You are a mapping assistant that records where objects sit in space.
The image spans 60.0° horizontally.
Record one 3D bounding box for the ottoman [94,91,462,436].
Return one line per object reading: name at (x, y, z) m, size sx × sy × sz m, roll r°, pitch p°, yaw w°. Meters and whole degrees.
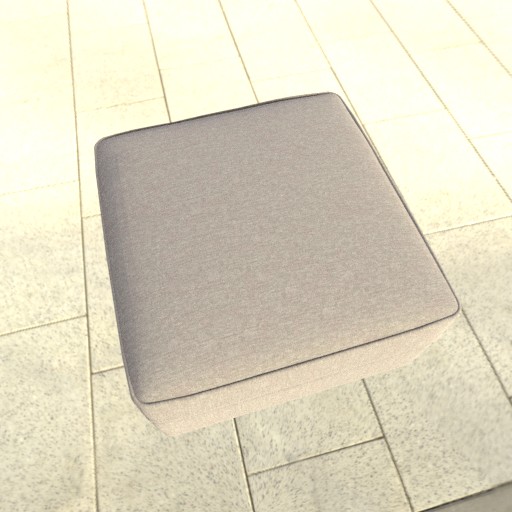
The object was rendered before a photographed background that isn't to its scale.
ottoman at (0.000, 0.000, 1.381) m, size 0.808 × 0.612 × 0.871 m, roll -14°, pitch 60°, yaw -8°
